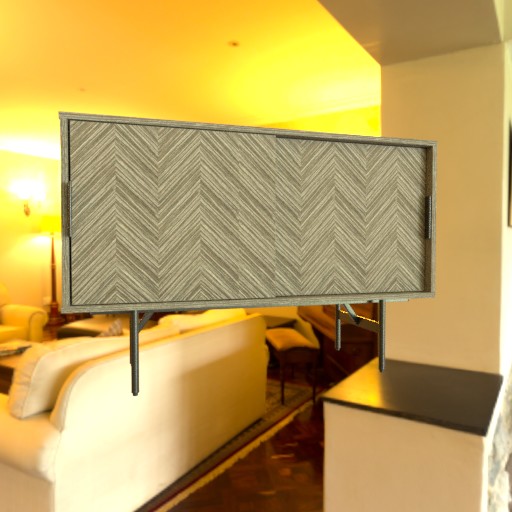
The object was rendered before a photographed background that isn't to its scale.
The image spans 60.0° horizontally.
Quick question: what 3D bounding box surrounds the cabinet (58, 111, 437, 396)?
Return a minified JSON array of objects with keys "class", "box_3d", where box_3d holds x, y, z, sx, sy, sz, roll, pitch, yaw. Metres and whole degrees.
[{"class":"cabinet","box_3d":[0.000,0.000,1.518,1.194,0.787,0.405,-1,2,-17]}]
